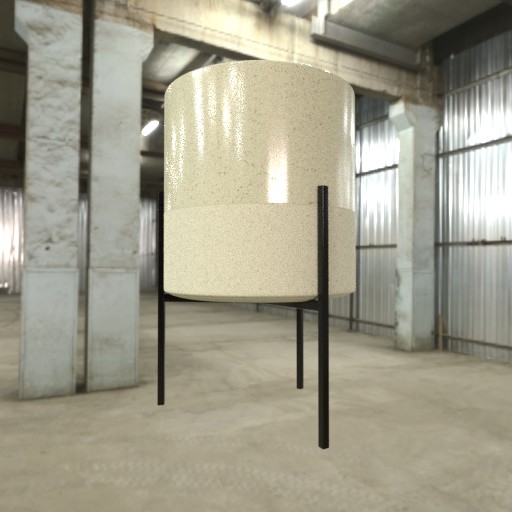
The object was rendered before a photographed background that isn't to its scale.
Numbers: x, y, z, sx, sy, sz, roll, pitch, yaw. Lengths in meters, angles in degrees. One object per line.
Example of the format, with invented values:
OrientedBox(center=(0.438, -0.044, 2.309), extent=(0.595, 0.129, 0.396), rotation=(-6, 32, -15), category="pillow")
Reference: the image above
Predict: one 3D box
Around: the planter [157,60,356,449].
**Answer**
OrientedBox(center=(0.000, 0.000, 0.555), extent=(0.243, 0.390, 0.234), rotation=(0, -1, -1), category="planter")
